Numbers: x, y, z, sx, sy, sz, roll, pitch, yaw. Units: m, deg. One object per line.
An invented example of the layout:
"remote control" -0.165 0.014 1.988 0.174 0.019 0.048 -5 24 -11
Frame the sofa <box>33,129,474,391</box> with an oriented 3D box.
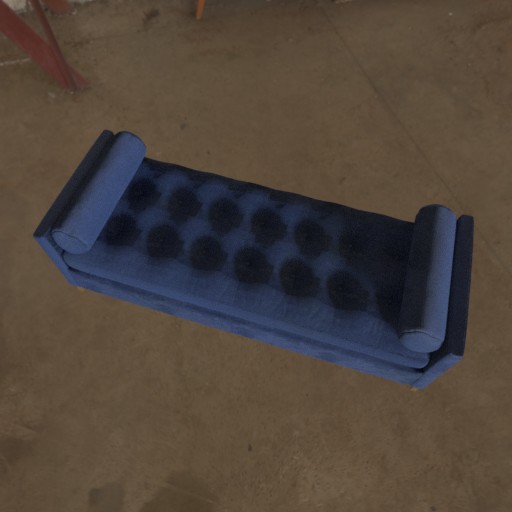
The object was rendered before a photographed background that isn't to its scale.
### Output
"sofa" 0.000 0.000 2.460 2.102 0.705 0.796 15 61 9
